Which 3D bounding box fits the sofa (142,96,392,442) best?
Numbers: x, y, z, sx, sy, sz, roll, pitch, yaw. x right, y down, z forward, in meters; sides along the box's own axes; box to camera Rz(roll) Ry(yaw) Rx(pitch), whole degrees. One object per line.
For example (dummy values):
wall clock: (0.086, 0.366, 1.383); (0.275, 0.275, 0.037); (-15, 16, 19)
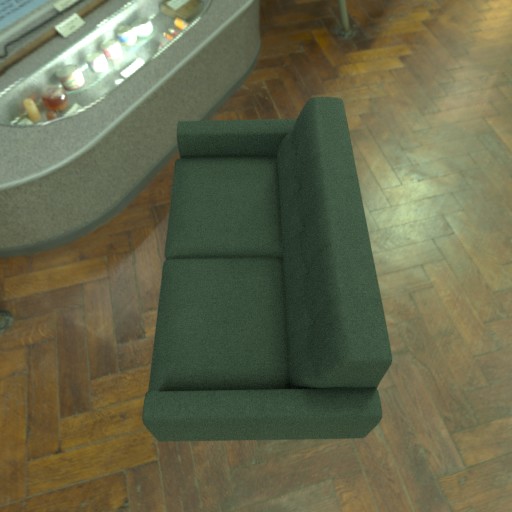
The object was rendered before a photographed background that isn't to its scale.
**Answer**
sofa: (0.000, 0.000, 2.167); (0.909, 0.841, 1.631); (-1, 57, 0)
